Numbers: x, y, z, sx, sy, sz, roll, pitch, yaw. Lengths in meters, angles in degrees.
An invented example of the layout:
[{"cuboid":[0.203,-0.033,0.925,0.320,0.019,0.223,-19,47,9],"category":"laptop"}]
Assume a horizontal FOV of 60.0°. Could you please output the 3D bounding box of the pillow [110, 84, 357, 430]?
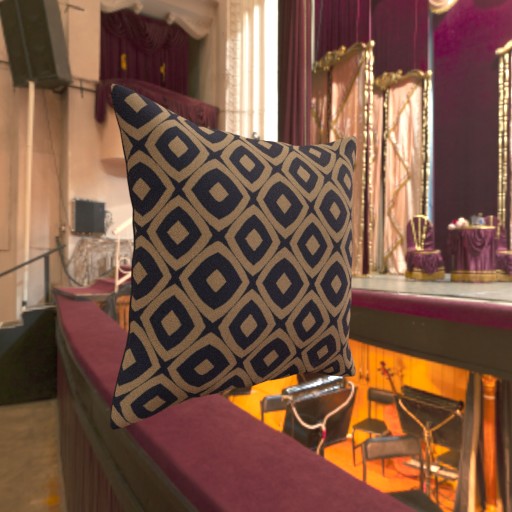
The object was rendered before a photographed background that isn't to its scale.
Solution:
[{"cuboid":[0.000,0.000,0.774,0.504,0.494,0.188,0,0,-35],"category":"pillow"}]
